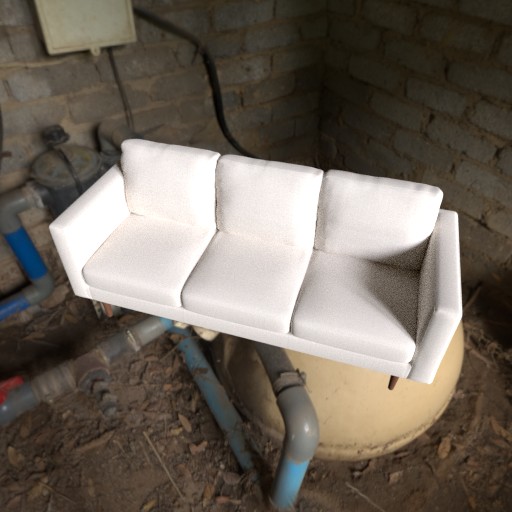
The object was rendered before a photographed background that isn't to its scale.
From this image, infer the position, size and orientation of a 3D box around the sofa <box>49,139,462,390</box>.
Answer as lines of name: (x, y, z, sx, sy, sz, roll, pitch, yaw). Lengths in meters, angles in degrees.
sofa: (0.000, 0.000, 2.476, 2.029, 0.912, 0.802, 12, 43, 13)
